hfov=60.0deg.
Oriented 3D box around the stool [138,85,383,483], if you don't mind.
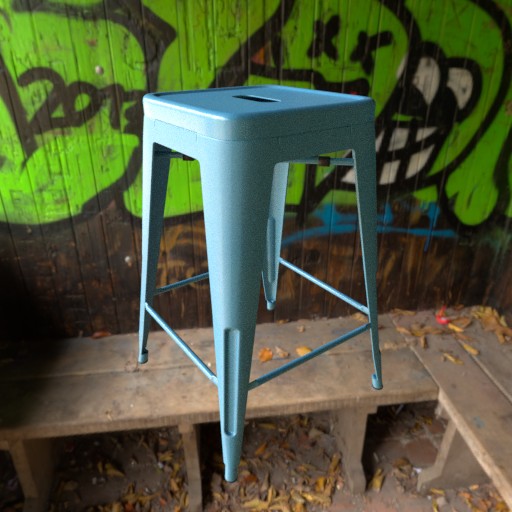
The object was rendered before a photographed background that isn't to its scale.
[{"bbox_3d":[0.000,0.000,0.888,0.410,0.608,0.410,-18,31,-32],"label":"stool"}]
